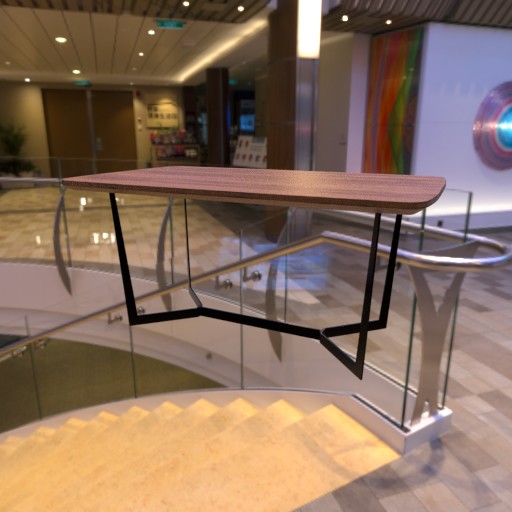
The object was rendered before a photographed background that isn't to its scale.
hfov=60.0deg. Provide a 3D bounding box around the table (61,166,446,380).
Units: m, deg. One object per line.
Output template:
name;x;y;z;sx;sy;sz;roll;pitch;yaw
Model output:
table;0.000;0.000;2.199;1.643;0.765;0.949;7;17;25
